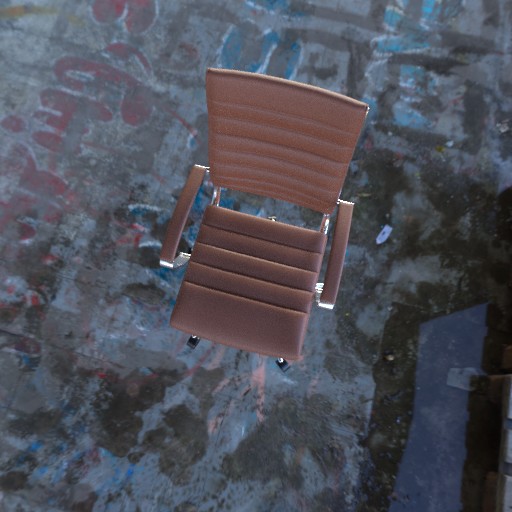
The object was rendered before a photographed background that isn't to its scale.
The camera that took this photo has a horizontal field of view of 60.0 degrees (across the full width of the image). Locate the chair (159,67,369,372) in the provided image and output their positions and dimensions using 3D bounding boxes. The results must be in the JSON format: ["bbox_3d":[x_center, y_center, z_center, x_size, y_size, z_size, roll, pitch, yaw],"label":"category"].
[{"bbox_3d":[0.000,0.000,1.628,0.766,1.149,0.739,14,75,4],"label":"chair"}]
